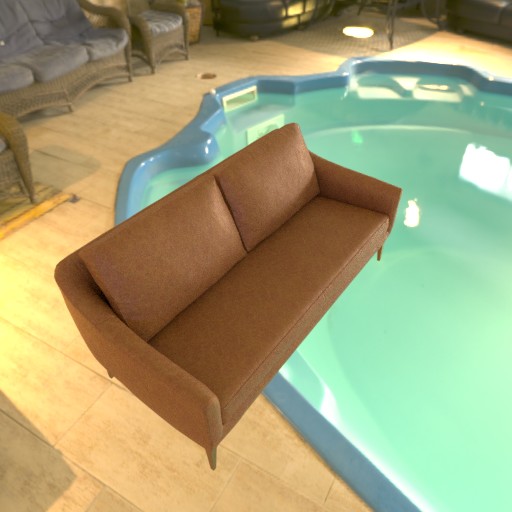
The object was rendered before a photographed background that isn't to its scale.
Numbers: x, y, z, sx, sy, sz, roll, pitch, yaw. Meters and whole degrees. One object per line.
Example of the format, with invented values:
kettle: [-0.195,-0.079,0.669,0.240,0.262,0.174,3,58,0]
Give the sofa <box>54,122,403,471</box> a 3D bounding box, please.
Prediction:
sofa: [0.000,0.000,2.637,0.981,0.945,2.036,25,46,27]
